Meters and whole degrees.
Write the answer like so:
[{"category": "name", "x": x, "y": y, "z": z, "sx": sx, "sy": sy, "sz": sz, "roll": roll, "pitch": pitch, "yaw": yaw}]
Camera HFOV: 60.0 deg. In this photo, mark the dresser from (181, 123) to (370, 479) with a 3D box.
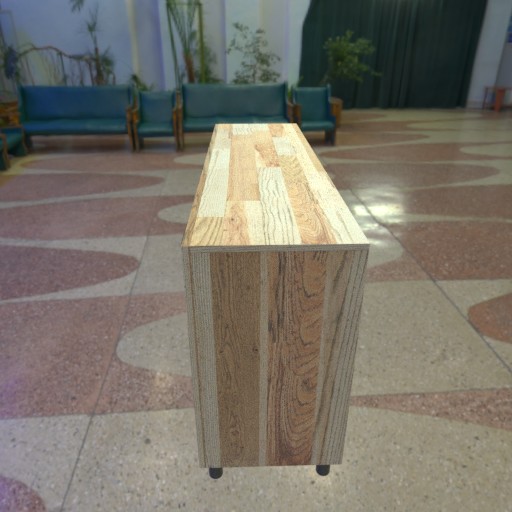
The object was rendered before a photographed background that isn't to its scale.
[{"category": "dresser", "x": 0.000, "y": 0.000, "z": 1.908, "sx": 0.487, "sy": 0.834, "sz": 1.547, "roll": -1, "pitch": 27, "yaw": -2}]
